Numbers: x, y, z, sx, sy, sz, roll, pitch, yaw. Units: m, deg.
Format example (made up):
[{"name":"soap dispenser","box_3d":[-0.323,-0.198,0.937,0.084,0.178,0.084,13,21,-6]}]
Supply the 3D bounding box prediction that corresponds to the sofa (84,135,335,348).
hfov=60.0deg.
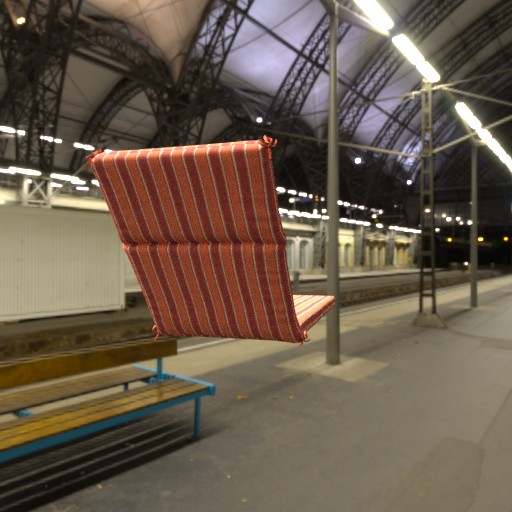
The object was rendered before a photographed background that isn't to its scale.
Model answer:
[{"name":"sofa","box_3d":[0.000,0.000,1.953,0.582,0.622,1.663,0,0,16]}]
